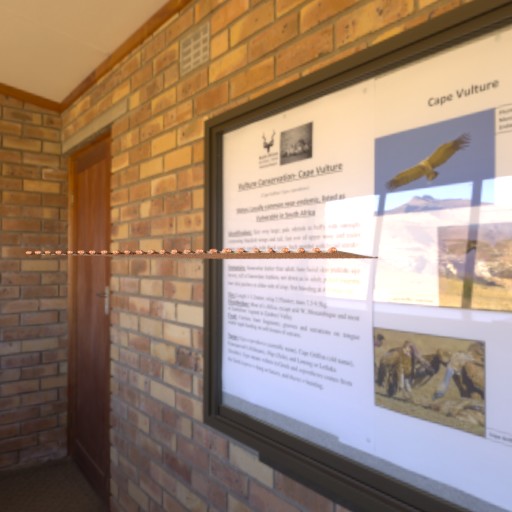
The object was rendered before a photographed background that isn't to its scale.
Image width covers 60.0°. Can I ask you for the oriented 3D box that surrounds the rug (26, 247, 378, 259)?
[{"bbox_3d":[0.000,0.000,2.545,1.232,0.017,2.092,0,-1,19],"label":"rug"}]
